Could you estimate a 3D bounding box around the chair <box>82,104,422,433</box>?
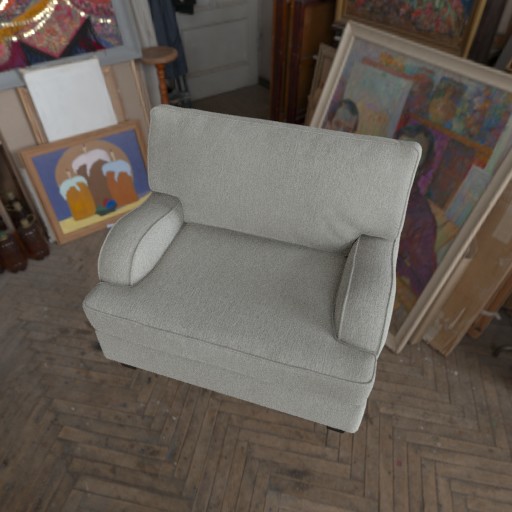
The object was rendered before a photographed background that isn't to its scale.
[{"bbox_3d":[0.000,0.000,2.011,1.220,1.016,1.041,13,44,13],"label":"chair"}]
